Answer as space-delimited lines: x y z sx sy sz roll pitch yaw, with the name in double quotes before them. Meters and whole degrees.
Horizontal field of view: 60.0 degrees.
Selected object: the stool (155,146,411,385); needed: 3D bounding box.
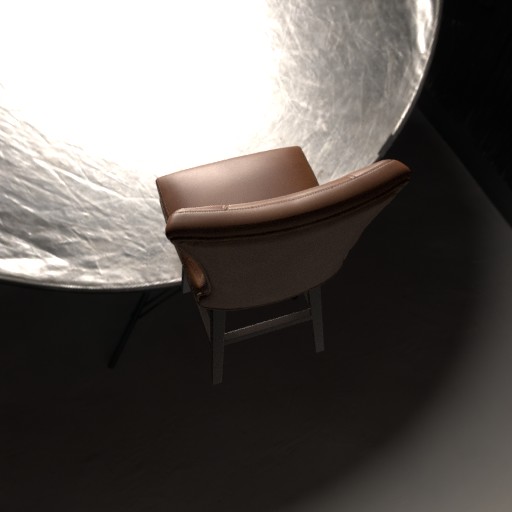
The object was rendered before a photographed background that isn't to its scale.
"stool" 0.000 0.000 1.428 0.522 1.094 0.585 -15 57 -10
